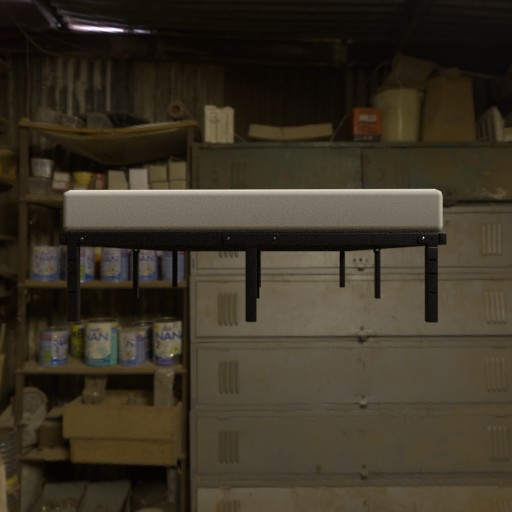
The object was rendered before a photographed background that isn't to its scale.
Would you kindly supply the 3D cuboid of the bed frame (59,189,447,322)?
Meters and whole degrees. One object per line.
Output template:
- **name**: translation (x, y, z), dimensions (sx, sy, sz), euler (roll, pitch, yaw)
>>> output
- **bed frame**: translation (0.000, 0.000, 3.566), dimensions (1.990, 0.680, 2.635), euler (0, 0, 1)
